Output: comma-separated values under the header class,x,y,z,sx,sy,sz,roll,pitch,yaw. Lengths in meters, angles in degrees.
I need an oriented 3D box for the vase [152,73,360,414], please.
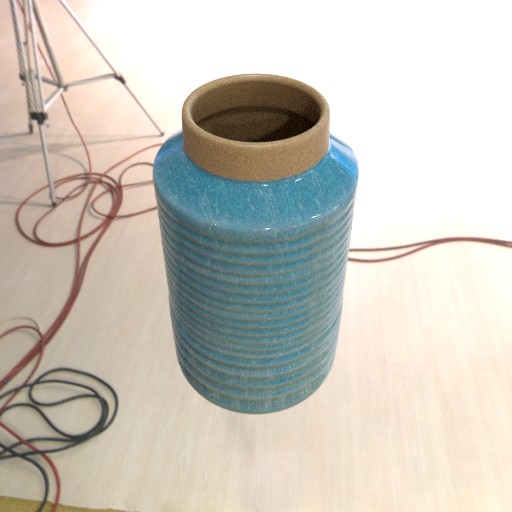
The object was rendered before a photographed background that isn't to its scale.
class,x,y,z,sx,sy,sz,roll,pitch,yaw
vase,0.000,0.000,0.366,0.163,0.267,0.163,0,47,0
